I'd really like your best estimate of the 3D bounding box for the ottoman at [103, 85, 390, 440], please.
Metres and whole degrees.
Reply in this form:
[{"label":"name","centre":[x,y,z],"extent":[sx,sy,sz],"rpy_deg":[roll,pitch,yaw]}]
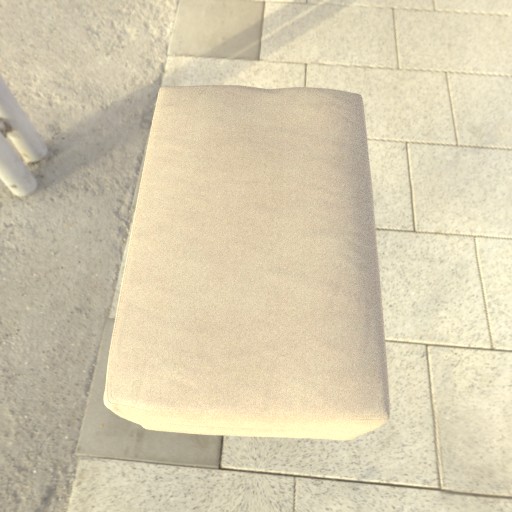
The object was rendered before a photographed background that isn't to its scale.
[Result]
[{"label":"ottoman","centre":[0.000,0.000,1.170],"extent":[0.590,0.444,0.872],"rpy_deg":[2,64,1]}]
